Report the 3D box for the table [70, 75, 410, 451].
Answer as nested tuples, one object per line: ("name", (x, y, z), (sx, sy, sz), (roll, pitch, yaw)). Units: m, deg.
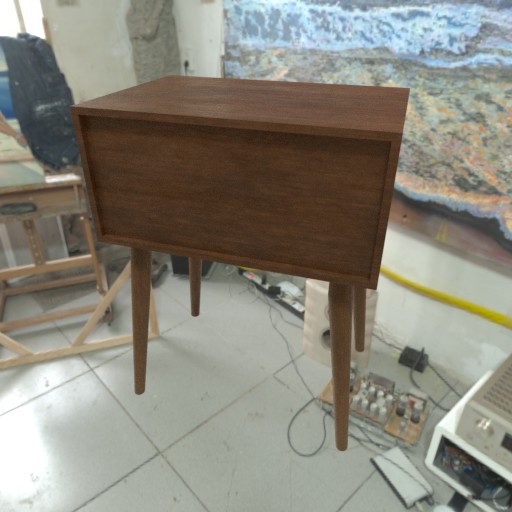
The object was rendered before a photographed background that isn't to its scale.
("table", (0.000, 0.000, 0.839), (0.454, 0.580, 0.307), (9, 32, 16))
